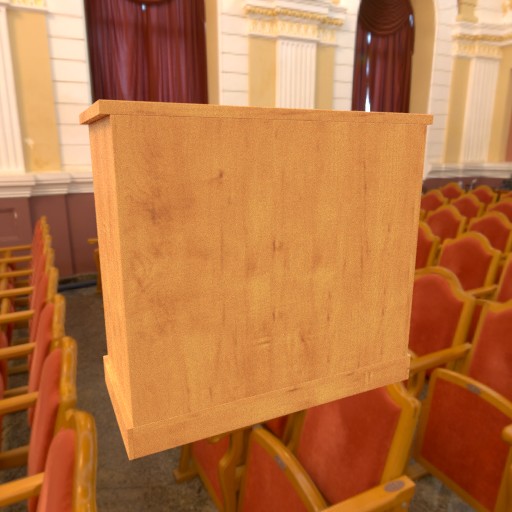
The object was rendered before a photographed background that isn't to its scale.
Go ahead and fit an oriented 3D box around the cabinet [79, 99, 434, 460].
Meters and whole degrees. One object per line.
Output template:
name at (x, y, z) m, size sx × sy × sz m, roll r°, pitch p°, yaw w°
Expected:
cabinet at (0.000, 0.000, 1.378) m, size 0.920 × 0.840 × 0.450 m, roll -7°, pitch 15°, yaw -25°
